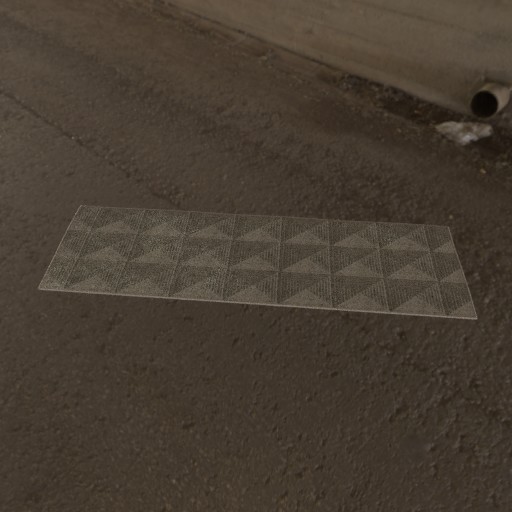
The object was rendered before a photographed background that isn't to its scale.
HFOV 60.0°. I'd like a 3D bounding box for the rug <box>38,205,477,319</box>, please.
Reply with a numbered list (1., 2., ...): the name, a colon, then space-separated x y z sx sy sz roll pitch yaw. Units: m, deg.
1. rug: 0.000 0.000 2.397 2.182 0.015 0.645 4 48 3
